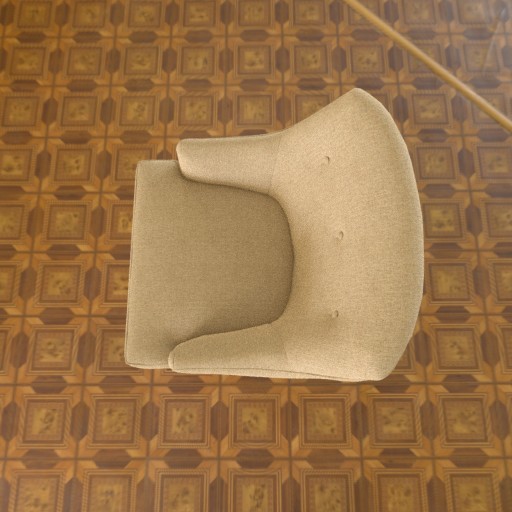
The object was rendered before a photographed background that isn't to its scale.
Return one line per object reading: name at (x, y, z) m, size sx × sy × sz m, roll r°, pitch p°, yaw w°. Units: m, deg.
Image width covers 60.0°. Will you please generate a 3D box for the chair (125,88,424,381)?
chair at (0.000, 0.000, 1.597) m, size 0.923 × 0.856 × 0.864 m, roll -1°, pitch 75°, yaw 0°
